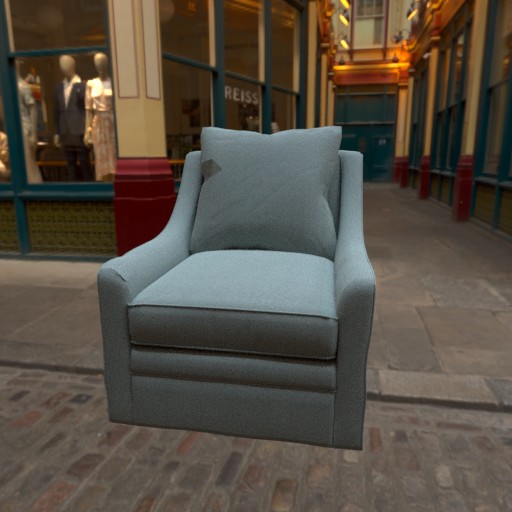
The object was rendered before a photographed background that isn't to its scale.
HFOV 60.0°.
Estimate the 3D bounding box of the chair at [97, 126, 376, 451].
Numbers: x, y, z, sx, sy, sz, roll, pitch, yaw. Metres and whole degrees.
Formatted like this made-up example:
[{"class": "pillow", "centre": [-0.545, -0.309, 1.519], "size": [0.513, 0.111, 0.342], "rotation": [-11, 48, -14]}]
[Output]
[{"class": "chair", "centre": [0.000, 0.000, 1.584], "size": [0.760, 0.926, 0.870], "rotation": [2, 14, 10]}]
